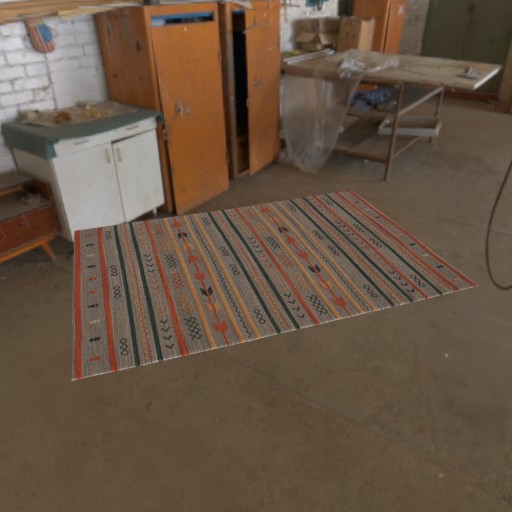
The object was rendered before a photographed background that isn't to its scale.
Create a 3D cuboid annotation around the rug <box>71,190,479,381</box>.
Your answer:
[{"bbox_3d":[0.000,0.000,2.351,1.835,0.017,1.220,-10,33,-16],"label":"rug"}]
